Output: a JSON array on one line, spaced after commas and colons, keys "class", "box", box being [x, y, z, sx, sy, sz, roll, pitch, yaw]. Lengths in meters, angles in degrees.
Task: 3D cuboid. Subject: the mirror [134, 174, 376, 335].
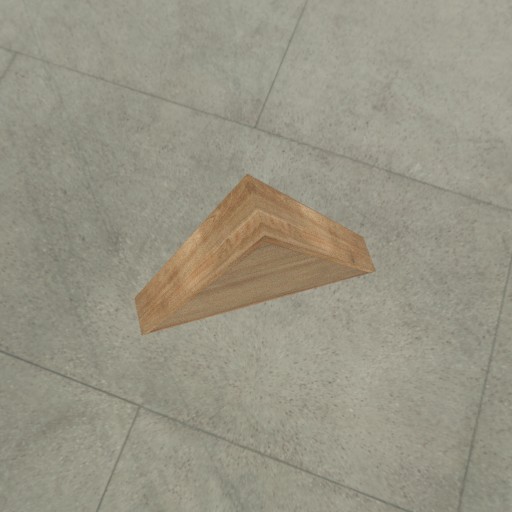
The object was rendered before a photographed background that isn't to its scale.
[{"class": "mirror", "box": [0.000, 0.000, 0.901, 0.631, 0.548, 0.100, -15, 75, -4]}]
